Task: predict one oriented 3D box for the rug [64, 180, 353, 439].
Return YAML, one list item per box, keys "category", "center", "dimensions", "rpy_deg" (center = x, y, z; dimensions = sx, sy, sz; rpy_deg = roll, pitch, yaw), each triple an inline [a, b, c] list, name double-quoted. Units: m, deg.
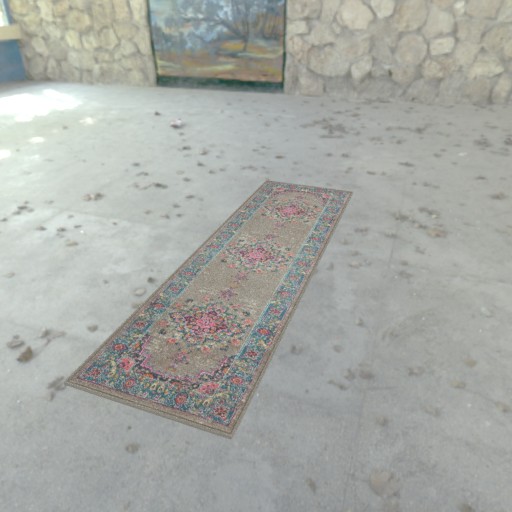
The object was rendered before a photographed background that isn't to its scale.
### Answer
- category: "rug"
  center: [0.000, 0.000, 1.981]
  dimensions: [0.553, 0.012, 1.827]
  rpy_deg: [11, 32, 18]
